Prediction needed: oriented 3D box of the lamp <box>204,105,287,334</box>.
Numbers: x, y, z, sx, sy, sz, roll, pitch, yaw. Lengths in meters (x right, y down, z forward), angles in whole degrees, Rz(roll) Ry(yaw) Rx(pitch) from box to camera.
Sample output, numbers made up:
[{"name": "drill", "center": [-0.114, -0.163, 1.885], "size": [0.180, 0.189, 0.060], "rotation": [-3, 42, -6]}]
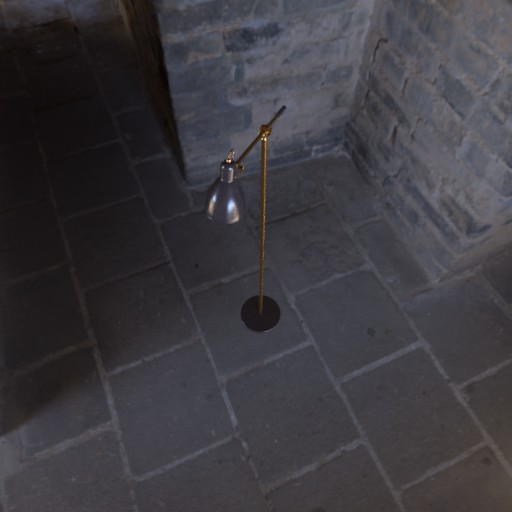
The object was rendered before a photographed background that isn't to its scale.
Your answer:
[{"name": "lamp", "center": [0.000, 0.000, 1.889], "size": [0.235, 1.628, 0.618], "rotation": [17, 61, 10]}]
